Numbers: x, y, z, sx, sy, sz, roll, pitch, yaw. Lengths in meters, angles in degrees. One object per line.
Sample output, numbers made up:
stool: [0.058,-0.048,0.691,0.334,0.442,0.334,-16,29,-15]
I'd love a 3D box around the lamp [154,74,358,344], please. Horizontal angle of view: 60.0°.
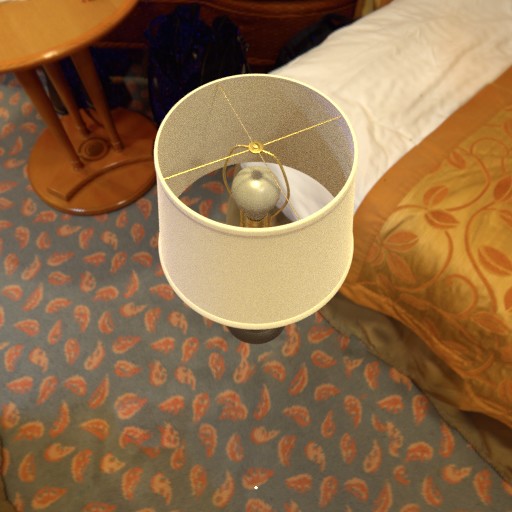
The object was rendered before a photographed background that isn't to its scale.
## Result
lamp: [0.000,0.000,0.831,0.335,0.611,0.335,0,62,0]
